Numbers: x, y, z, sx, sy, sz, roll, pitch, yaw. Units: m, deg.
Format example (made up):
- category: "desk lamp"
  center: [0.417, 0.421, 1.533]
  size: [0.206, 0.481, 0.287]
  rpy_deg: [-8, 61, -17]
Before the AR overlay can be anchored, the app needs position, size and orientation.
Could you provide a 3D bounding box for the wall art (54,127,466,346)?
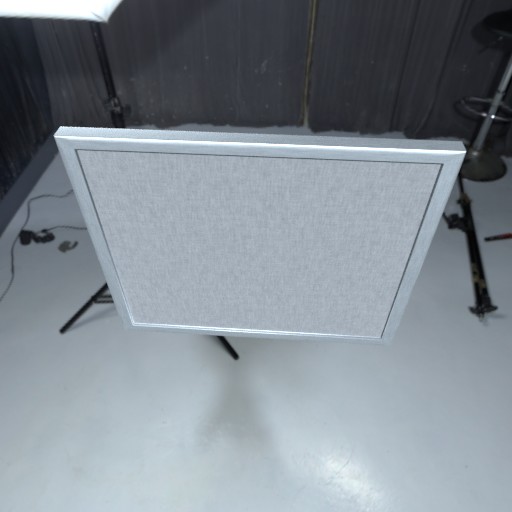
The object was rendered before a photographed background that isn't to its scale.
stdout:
- category: "wall art"
  center: [0.000, 0.000, 0.766]
  size: [0.556, 0.457, 0.028]
  rpy_deg: [3, 45, 3]
